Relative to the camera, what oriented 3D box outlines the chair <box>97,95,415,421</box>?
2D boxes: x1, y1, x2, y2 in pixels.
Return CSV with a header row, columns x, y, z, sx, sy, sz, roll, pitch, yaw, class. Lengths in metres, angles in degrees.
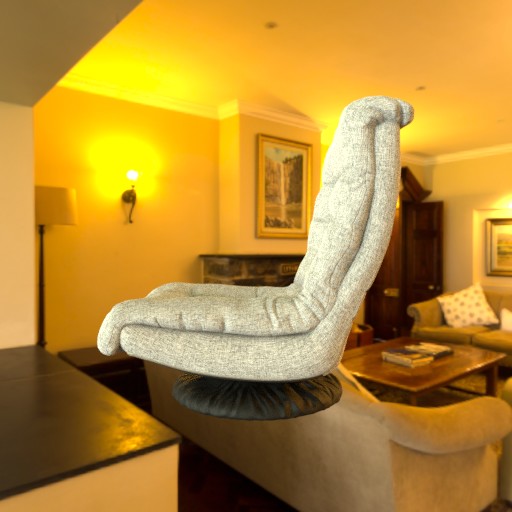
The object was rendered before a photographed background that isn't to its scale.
x,y,z,sx,sy,sz,roll,pitch,yaw,class
0.000,0.000,0.967,0.583,0.600,0.400,0,1,1,chair
